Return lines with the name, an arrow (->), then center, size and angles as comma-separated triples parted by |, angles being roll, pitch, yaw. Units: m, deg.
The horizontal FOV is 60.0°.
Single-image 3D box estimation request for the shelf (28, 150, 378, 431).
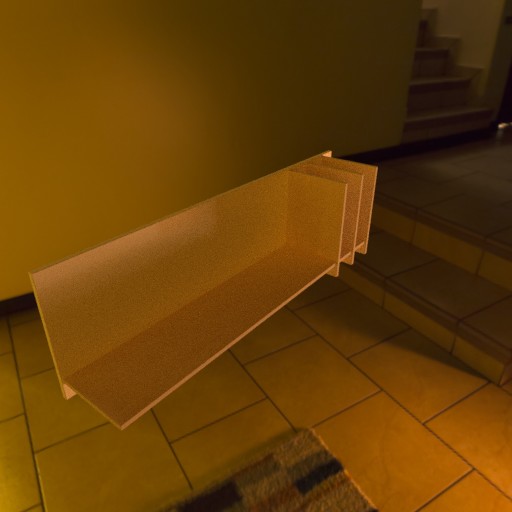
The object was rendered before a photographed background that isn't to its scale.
shelf -> 0.000, 0.000, 1.138 | 0.200, 0.300, 1.020 | 21, 35, 33
